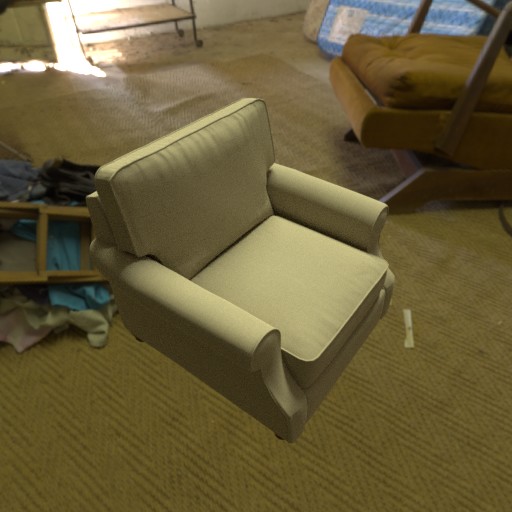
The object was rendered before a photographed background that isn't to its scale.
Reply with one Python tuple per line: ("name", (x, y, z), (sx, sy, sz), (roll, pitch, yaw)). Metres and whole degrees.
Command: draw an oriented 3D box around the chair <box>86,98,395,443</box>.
("chair", (0.000, 0.000, 1.840), (0.966, 0.967, 1.029), (26, 46, 27))
